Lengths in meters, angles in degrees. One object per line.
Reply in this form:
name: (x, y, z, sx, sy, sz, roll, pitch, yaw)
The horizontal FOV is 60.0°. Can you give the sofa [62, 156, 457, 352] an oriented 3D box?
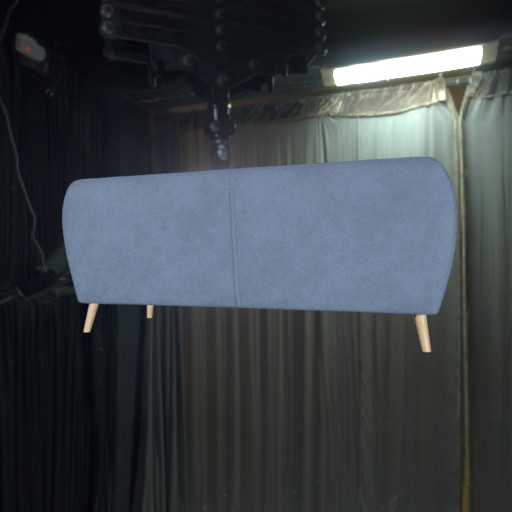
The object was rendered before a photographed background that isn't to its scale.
sofa: (0.000, 0.000, 2.474, 1.975, 0.832, 0.841, 0, -1, 18)
